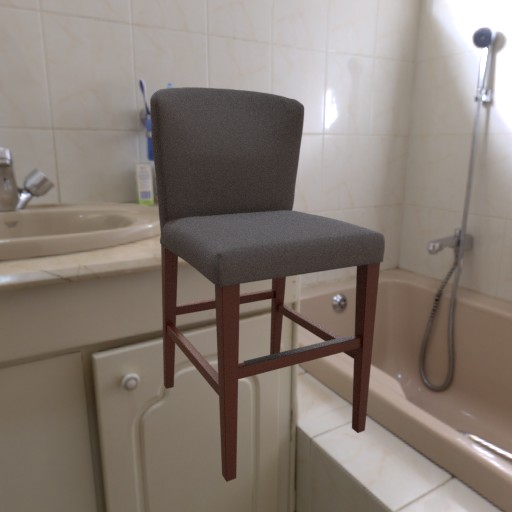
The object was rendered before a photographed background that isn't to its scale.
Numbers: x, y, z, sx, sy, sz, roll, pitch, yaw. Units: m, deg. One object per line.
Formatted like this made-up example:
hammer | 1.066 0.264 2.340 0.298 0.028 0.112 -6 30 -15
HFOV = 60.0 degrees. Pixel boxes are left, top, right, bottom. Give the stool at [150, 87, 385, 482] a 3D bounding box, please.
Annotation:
stool | 0.000 0.000 1.276 0.481 0.968 0.568 -7 15 -27
